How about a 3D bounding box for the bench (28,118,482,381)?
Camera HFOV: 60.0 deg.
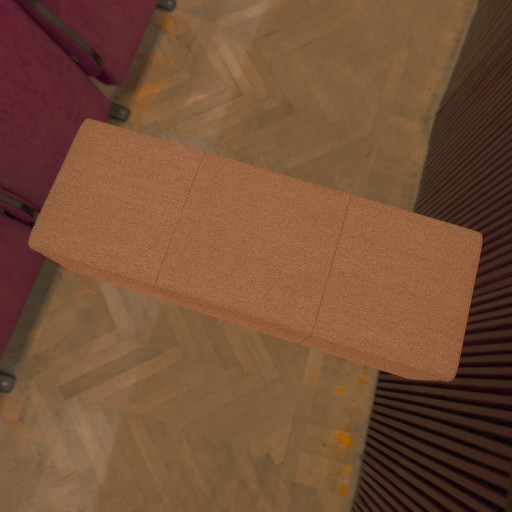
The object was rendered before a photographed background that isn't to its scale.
[{"bbox_3d":[0.000,0.000,1.468,1.269,0.438,0.446,17,76,4],"label":"bench"}]
